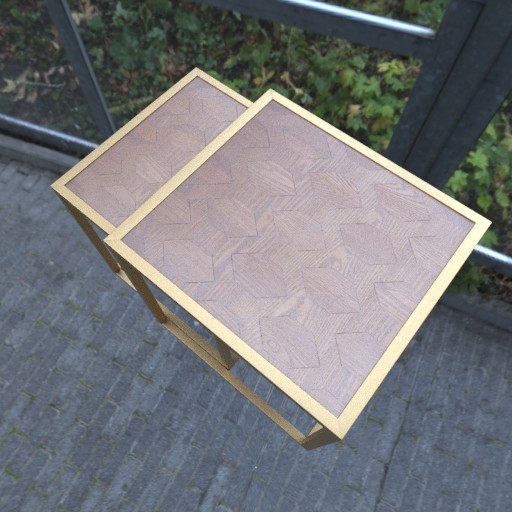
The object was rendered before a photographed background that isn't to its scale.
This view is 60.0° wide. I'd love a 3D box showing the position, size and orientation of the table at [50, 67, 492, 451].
[{"bbox_3d":[0.000,0.000,1.098,0.762,0.505,0.505,37,70,16],"label":"table"}]
